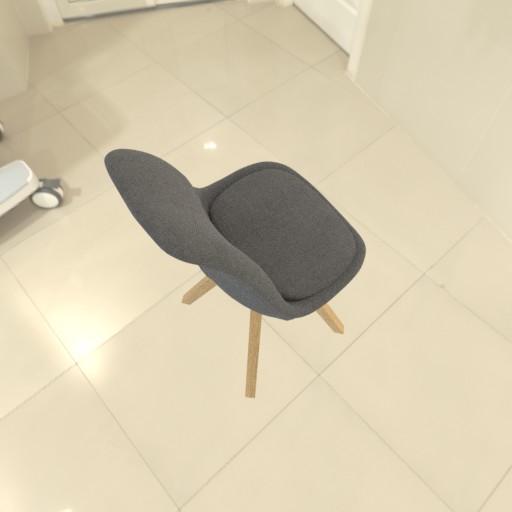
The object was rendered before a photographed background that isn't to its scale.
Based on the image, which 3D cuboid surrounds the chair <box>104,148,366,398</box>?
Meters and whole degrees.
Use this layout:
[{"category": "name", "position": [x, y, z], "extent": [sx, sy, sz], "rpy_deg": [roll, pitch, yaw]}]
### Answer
[{"category": "chair", "position": [0.000, 0.000, 1.234], "extent": [0.550, 0.850, 0.485], "rpy_deg": [-31, 63, -18]}]
